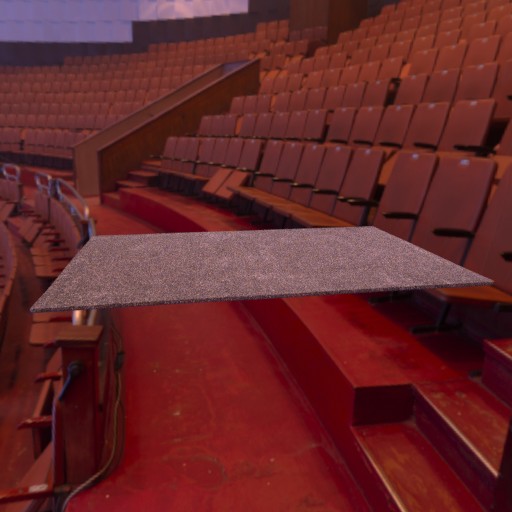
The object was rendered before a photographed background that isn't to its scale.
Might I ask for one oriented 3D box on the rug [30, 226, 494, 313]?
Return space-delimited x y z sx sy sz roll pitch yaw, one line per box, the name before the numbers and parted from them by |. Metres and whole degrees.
rug | 0.000 0.000 3.384 2.699 0.026 1.802 -3 15 -9
